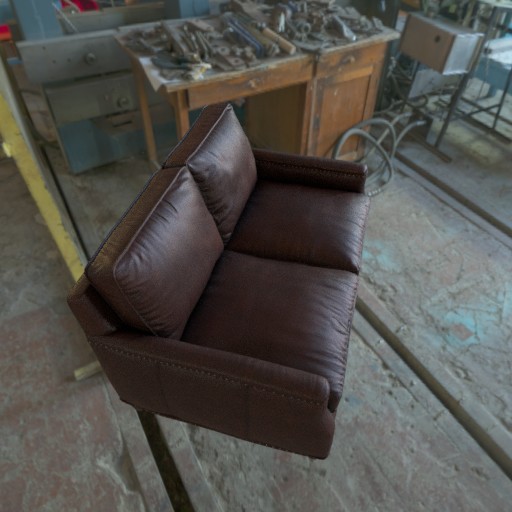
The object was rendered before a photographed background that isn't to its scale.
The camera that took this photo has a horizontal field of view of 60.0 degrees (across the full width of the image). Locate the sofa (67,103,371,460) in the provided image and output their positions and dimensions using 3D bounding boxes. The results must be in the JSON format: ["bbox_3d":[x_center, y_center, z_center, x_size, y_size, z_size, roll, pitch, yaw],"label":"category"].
[{"bbox_3d":[0.000,0.000,2.302,1.083,1.003,1.628,11,46,11],"label":"sofa"}]
